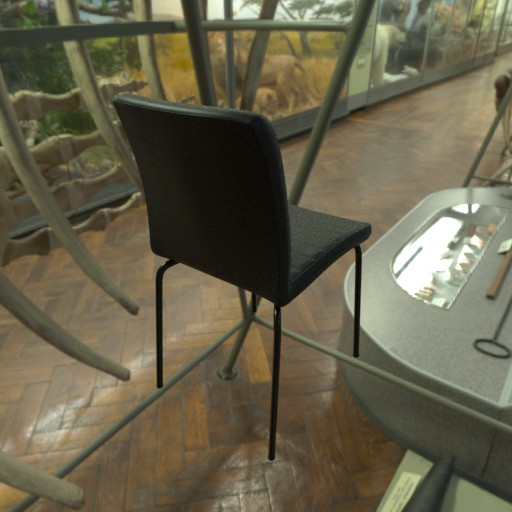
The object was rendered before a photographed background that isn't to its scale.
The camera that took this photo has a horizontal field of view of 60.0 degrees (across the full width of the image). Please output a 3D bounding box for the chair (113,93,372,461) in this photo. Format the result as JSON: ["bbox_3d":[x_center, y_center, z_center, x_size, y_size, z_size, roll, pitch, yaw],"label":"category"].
[{"bbox_3d":[0.000,0.000,1.200,0.450,0.872,0.572,20,34,32],"label":"chair"}]
